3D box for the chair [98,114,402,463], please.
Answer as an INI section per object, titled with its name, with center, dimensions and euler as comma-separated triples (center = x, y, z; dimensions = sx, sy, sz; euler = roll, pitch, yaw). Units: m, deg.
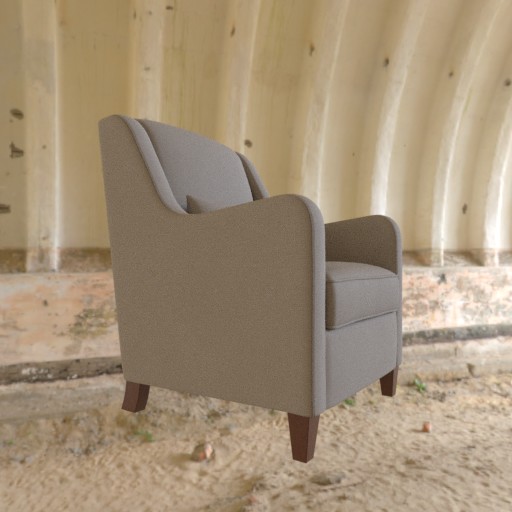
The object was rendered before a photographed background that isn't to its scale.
[chair]
center = 0.000, 0.000, 1.569
dimensions = 0.863, 1.010, 0.715
euler = 0, -1, 35
